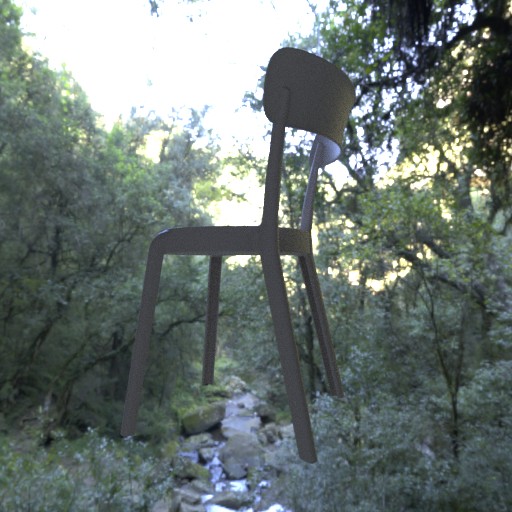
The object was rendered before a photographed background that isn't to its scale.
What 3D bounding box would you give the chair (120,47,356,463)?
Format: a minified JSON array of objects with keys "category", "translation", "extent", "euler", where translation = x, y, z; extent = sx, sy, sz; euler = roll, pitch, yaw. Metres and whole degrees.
[{"category":"chair","translation":[0.000,0.000,1.111],"extent":[0.491,0.790,0.506],"euler":[0,-1,18]}]
